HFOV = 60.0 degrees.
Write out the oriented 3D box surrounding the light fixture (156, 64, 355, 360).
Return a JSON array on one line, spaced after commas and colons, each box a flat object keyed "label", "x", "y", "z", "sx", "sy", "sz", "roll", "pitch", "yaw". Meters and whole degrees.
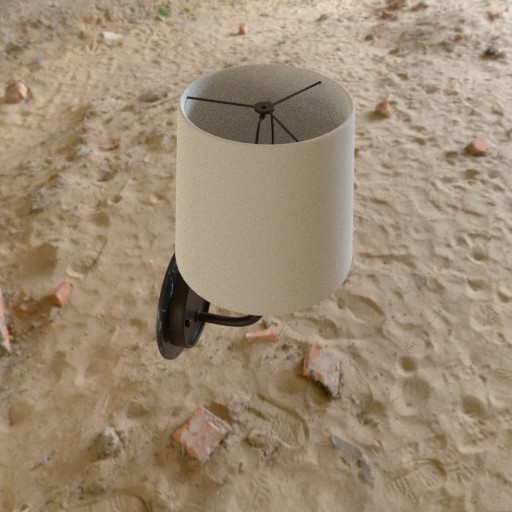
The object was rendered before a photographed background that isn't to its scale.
[{"label": "light fixture", "x": 0.000, "y": 0.000, "z": 0.449, "sx": 0.188, "sy": 0.337, "sz": 0.168, "roll": 9, "pitch": 47, "yaw": 9}]
